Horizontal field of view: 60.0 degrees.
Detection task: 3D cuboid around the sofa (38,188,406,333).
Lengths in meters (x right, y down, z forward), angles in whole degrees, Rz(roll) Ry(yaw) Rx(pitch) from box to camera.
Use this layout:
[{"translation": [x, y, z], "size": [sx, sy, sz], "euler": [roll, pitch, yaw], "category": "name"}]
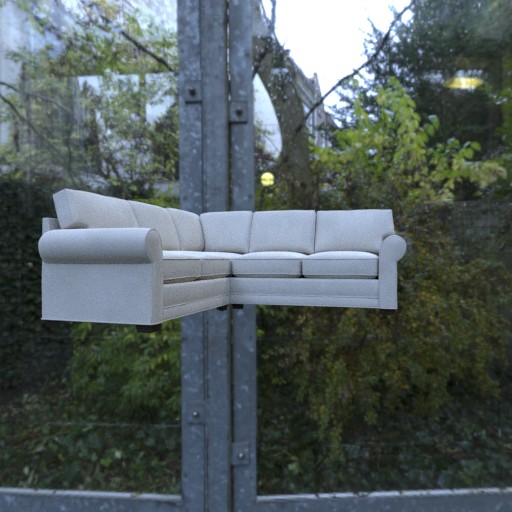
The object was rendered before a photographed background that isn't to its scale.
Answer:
[{"translation": [0.000, 0.000, 3.955], "size": [2.569, 1.054, 2.487], "euler": [0, 0, 17], "category": "sofa"}]
